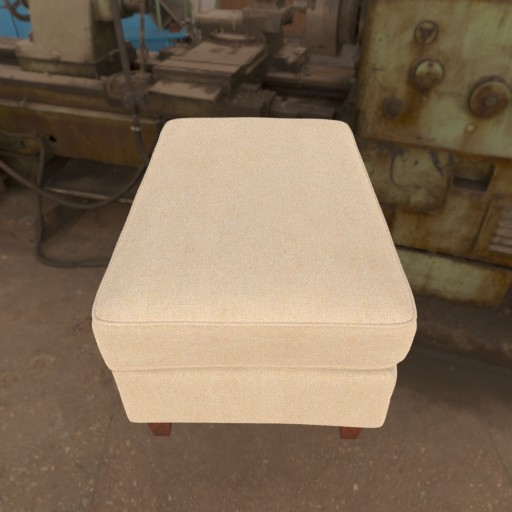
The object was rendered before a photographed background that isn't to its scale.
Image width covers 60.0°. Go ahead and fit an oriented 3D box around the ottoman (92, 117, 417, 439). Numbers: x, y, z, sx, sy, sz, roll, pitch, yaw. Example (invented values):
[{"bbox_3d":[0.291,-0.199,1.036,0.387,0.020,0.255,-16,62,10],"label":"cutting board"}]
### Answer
[{"bbox_3d":[0.000,0.000,1.198,0.583,0.484,0.862,0,40,0],"label":"ottoman"}]
